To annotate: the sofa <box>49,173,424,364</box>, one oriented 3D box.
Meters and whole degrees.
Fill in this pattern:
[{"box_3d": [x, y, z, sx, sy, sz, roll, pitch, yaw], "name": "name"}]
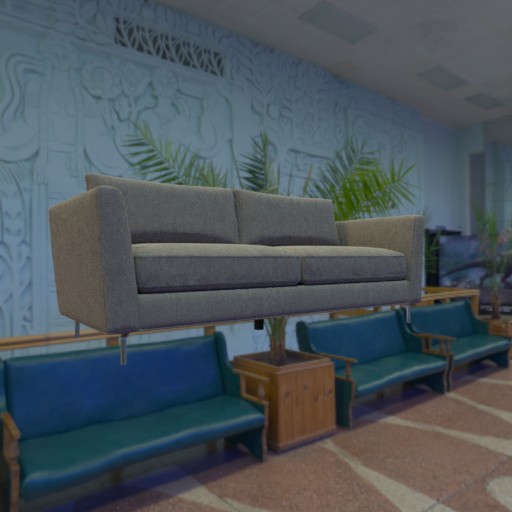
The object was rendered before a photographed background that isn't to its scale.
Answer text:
[{"box_3d": [0.000, 0.000, 2.626, 2.121, 0.864, 0.889, 0, 0, -36], "name": "sofa"}]
